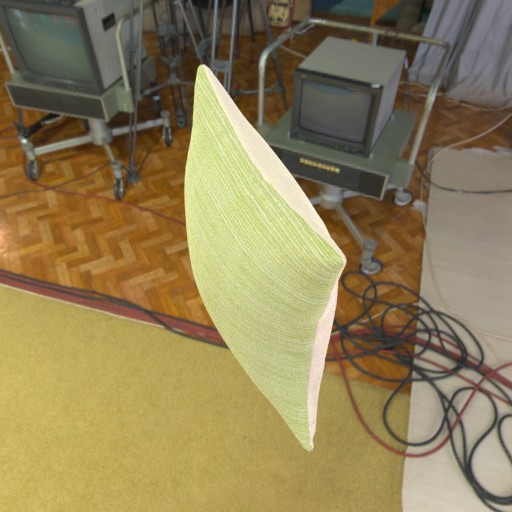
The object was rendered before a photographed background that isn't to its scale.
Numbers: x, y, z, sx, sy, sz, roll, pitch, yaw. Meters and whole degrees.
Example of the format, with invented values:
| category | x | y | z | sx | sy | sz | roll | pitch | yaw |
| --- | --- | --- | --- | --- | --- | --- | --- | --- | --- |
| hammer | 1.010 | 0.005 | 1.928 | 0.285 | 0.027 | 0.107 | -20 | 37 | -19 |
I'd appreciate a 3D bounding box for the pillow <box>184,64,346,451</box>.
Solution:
| category | x | y | z | sx | sy | sz | roll | pitch | yaw |
| --- | --- | --- | --- | --- | --- | --- | --- | --- | --- |
| pillow | 0.000 | 0.000 | 0.808 | 0.229 | 0.487 | 0.560 | -16 | 49 | -14 |
